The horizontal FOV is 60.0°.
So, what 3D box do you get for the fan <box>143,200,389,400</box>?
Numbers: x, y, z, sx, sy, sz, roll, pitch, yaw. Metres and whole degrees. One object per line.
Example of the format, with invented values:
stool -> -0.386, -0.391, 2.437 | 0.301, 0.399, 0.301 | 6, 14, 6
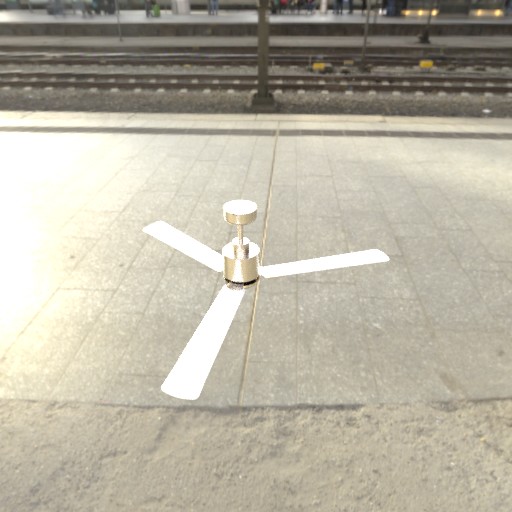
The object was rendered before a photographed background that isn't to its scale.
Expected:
fan -> 0.000, 0.000, 2.285 | 1.561, 0.446, 1.531 | 1, 31, 2
